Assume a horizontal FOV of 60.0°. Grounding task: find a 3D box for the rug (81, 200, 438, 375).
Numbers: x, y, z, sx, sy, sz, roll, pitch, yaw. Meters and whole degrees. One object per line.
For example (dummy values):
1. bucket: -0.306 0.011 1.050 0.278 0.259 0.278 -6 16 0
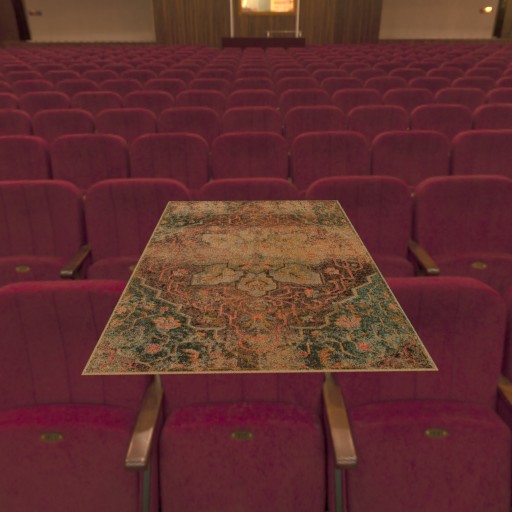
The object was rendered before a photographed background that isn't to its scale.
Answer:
1. rug: 0.000 0.000 2.947 1.566 0.004 2.363 0 25 0
